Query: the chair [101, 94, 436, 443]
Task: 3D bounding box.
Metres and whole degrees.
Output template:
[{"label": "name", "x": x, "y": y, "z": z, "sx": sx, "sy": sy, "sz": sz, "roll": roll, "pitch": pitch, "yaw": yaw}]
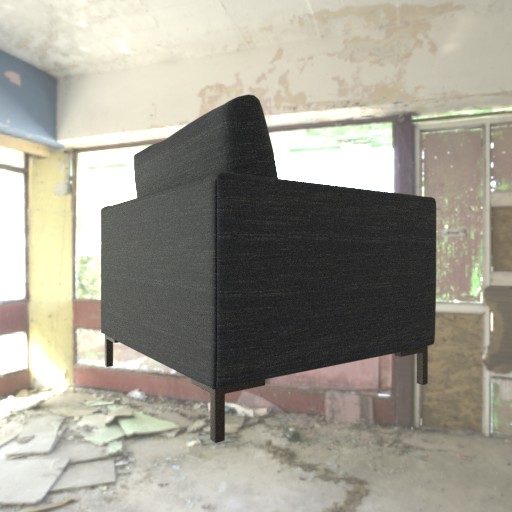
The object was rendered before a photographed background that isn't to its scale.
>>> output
[{"label": "chair", "x": 0.000, "y": 0.000, "z": 1.621, "sx": 0.866, "sy": 0.861, "sz": 0.963, "roll": 0, "pitch": 0, "yaw": -35}]
